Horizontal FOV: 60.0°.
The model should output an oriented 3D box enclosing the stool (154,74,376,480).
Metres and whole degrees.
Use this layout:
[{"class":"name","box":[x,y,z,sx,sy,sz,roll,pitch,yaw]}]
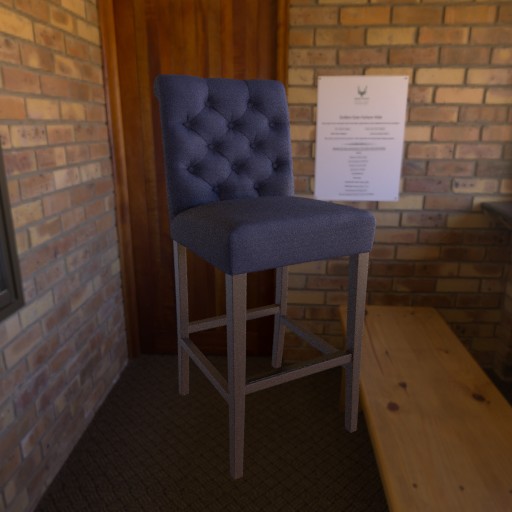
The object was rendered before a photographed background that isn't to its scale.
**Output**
[{"class":"stool","box":[0.000,0.000,1.459,0.493,1.140,0.601,-9,18,-27]}]
